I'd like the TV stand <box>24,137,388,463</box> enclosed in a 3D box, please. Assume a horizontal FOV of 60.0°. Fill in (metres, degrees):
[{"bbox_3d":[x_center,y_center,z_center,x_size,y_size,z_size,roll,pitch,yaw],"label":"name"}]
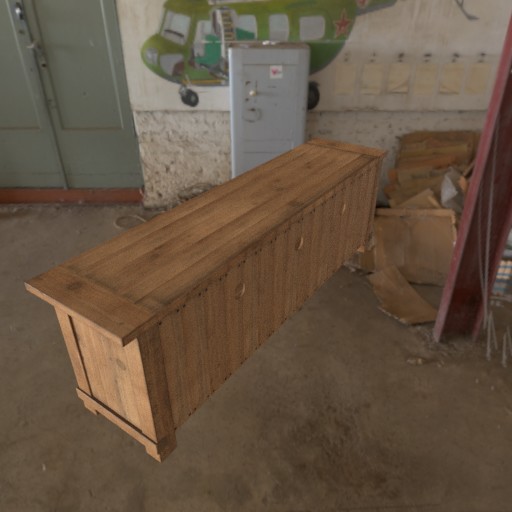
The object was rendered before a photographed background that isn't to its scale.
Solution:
[{"bbox_3d":[0.000,0.000,1.990,0.453,0.573,1.804,20,37,29],"label":"TV stand"}]
